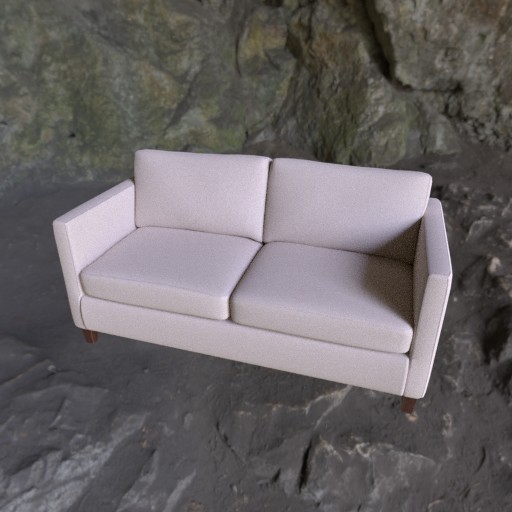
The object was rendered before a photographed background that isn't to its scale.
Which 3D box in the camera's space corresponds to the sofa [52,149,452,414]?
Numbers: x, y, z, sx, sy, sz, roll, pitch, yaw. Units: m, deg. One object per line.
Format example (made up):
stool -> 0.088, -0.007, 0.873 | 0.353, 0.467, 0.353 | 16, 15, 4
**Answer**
sofa -> 0.000, 0.000, 2.240 | 1.722, 0.888, 0.873 | 8, 29, 15
